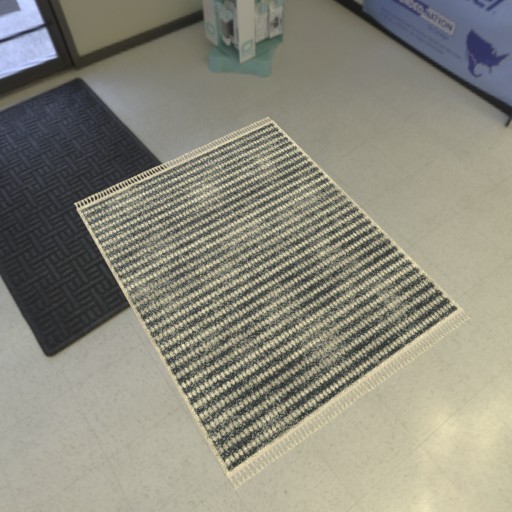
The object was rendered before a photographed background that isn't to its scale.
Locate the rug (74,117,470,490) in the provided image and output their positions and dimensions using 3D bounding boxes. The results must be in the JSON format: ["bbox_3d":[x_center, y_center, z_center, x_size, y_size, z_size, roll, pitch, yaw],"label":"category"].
[{"bbox_3d":[0.000,0.000,3.904,2.256,0.013,2.910,-29,62,-17],"label":"rug"}]
